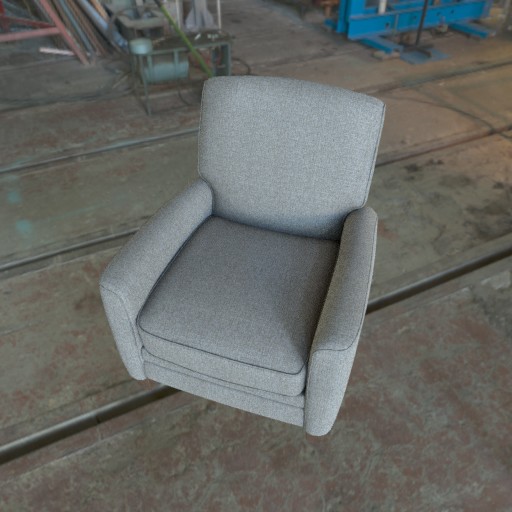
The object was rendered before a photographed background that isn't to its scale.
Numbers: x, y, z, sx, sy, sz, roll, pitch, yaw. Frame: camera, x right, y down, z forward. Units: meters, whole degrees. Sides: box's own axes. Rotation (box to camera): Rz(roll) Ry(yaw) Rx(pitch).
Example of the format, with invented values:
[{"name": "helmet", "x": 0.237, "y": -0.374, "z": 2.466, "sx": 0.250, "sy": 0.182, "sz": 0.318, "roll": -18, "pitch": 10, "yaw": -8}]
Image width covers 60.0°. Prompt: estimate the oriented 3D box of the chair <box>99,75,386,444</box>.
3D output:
[{"name": "chair", "x": 0.000, "y": 0.000, "z": 1.632, "sx": 0.848, "sy": 1.014, "sz": 0.864, "roll": 13, "pitch": 44, "yaw": 14}]
